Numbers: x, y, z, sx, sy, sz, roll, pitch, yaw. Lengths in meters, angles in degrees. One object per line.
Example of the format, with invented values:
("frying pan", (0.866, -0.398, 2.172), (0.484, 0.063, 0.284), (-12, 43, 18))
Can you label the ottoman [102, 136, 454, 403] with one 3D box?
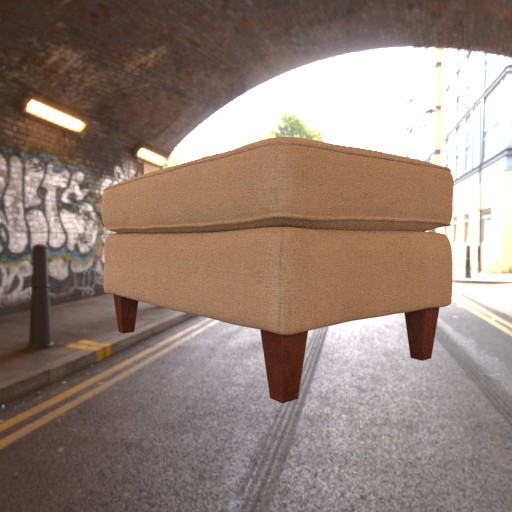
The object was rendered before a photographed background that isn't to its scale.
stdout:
("ottoman", (0.000, 0.000, 1.215), (0.583, 0.484, 0.862), (-1, 2, -38))
